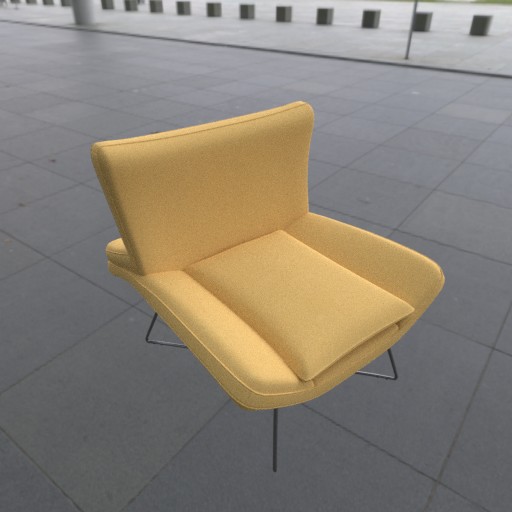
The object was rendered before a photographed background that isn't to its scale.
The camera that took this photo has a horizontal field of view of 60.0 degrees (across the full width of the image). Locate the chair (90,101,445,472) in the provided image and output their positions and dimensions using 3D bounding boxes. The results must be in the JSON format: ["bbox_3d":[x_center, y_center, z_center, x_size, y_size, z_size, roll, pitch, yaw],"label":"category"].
[{"bbox_3d":[0.000,0.000,1.562,0.859,0.855,1.008,-23,39,-31],"label":"chair"}]
